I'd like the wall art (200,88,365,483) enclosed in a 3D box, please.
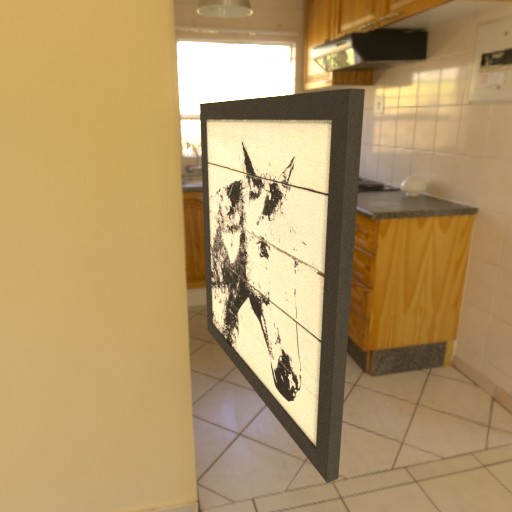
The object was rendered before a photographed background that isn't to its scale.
[{"bbox_3d":[0.000,0.000,1.515,0.038,1.016,1.016,-8,19,-24],"label":"wall art"}]
